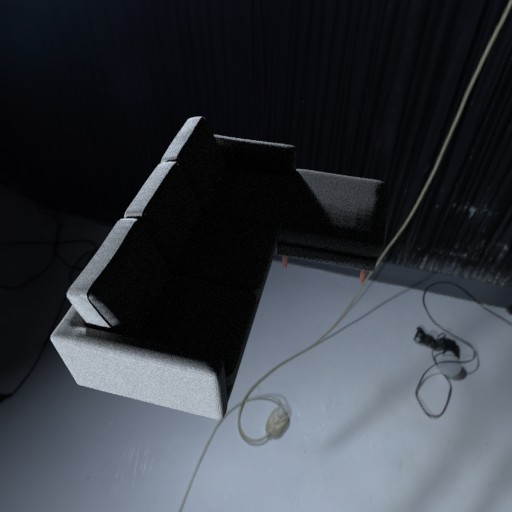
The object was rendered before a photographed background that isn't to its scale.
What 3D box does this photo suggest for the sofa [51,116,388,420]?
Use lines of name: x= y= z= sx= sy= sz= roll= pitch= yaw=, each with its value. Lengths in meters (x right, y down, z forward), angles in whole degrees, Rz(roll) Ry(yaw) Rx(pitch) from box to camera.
sofa: x=0.000 y=0.000 z=2.968 sx=1.667 sy=0.957 sz=2.055 roll=10 pitch=48 yaw=10
